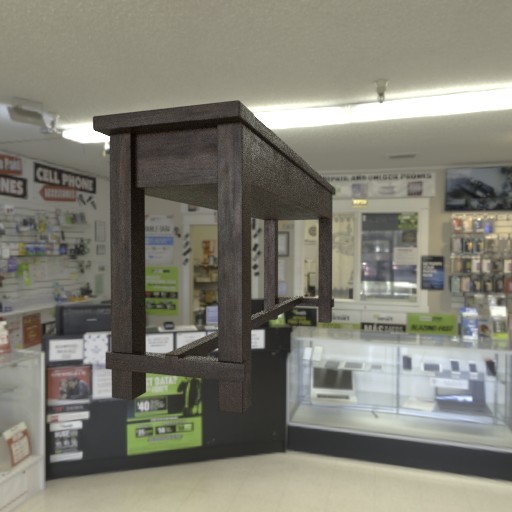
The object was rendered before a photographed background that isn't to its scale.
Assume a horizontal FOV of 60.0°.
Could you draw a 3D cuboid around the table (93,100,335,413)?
[{"bbox_3d":[0.000,0.000,1.874,0.442,0.762,1.599,0,1,18],"label":"table"}]
